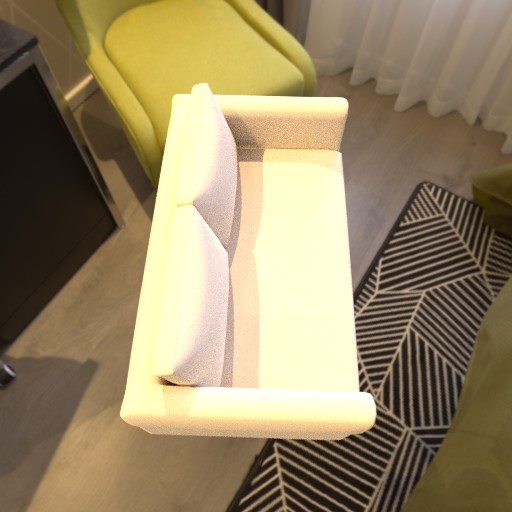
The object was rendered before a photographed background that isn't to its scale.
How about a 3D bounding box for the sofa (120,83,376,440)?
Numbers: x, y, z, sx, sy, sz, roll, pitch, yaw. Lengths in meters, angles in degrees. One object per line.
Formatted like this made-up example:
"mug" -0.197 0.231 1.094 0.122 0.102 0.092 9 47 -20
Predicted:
"sofa" 0.000 0.000 2.105 0.905 0.873 1.598 2 62 1
